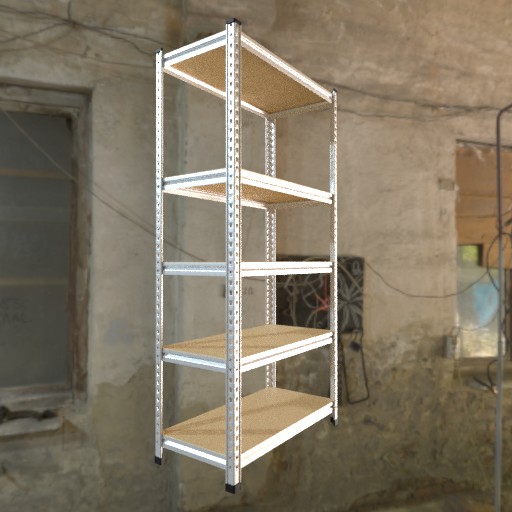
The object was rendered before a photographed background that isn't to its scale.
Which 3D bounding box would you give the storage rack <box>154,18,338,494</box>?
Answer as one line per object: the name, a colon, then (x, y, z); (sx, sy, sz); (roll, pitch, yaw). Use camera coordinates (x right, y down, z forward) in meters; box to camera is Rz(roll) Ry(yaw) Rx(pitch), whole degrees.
storage rack: (0.000, 0.000, 2.202); (0.457, 1.829, 0.914); (0, -1, 36)
